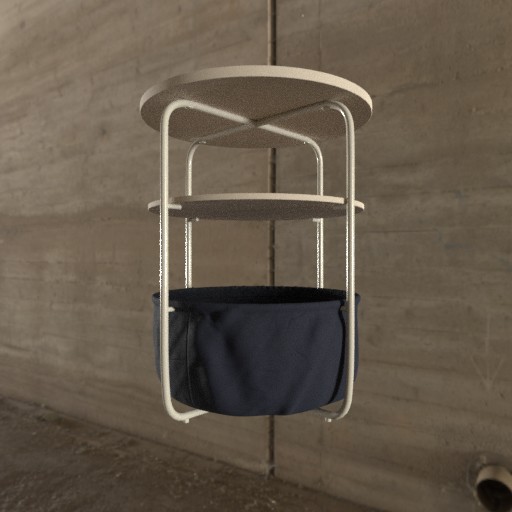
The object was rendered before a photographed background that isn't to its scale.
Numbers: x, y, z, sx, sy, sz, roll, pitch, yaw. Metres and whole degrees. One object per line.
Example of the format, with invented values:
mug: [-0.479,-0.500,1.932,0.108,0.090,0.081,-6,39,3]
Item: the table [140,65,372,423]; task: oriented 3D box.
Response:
table: [0.000,0.000,0.826,0.418,0.532,0.418,0,0,-1]
